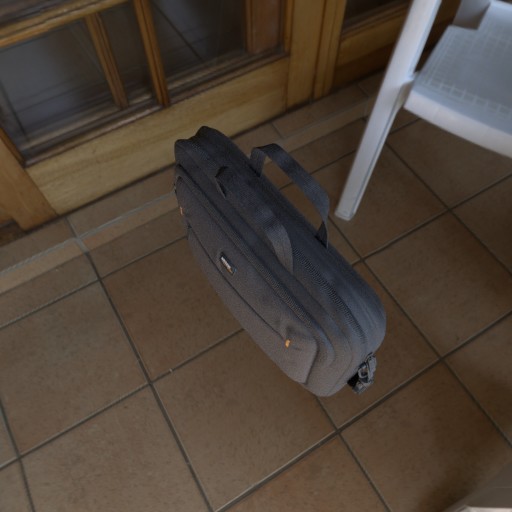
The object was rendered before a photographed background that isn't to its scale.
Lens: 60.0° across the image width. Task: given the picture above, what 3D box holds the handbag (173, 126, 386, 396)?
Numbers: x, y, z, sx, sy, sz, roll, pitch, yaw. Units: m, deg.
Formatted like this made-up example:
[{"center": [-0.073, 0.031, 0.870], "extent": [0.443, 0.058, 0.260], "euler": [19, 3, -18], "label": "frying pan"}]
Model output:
[{"center": [0.000, 0.000, 0.442], "extent": [0.089, 0.244, 0.320], "euler": [-34, 67, -16], "label": "handbag"}]
